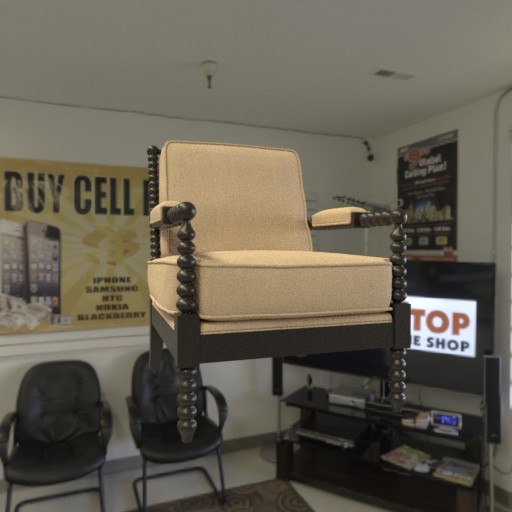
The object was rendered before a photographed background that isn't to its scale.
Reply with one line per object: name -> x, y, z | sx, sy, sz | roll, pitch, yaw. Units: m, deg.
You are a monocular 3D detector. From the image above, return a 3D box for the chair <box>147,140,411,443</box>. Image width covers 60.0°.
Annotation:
chair -> 0.000, 0.000, 1.209 | 0.555, 0.703, 0.657 | 0, 1, -19
